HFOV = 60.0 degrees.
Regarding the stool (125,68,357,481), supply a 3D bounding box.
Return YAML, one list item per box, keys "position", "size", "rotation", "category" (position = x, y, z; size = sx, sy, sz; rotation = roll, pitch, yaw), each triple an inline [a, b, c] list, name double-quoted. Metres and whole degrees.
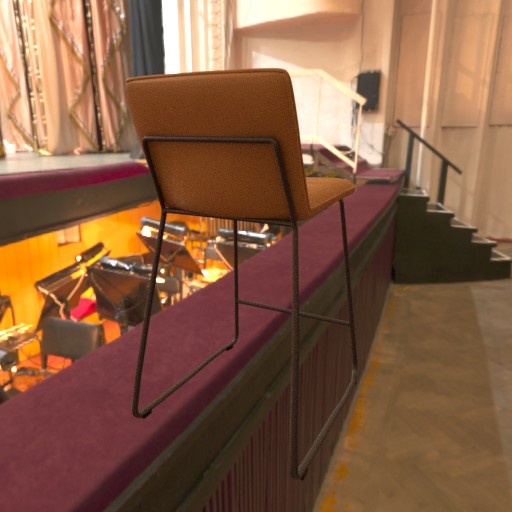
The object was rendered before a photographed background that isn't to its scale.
- position: [0.000, 0.000, 1.179]
  size: [0.489, 0.866, 0.524]
  rotation: [9, 18, 27]
  category: "stool"
